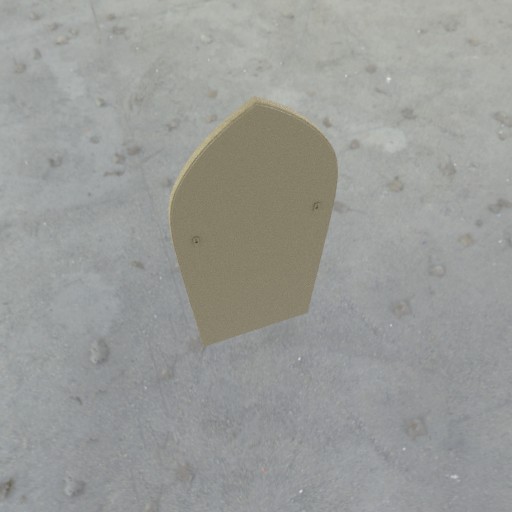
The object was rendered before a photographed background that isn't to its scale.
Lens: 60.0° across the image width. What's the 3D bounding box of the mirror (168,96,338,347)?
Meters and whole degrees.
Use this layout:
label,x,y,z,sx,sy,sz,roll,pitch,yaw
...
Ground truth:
label,x,y,z,sx,sy,sz,roll,pitch,yaw
mirror,0.000,0.000,1.359,0.464,1.175,0.025,-17,60,-10
